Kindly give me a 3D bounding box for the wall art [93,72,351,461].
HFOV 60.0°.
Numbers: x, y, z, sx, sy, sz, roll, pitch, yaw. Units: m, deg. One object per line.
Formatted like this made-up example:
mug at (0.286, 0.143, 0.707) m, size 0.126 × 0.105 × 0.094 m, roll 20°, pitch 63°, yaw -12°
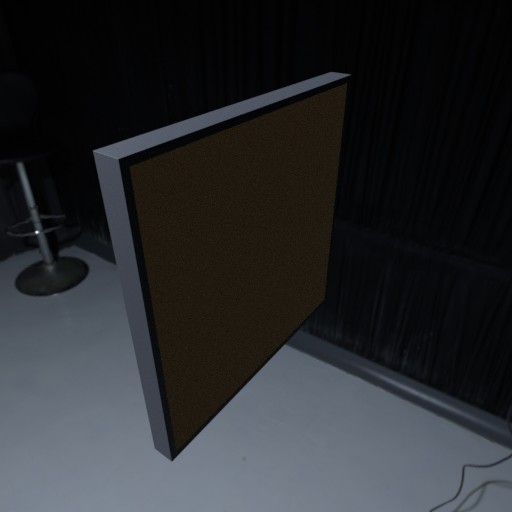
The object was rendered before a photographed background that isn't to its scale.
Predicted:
wall art at (0.000, 0.000, 0.755) m, size 0.040 × 0.509 × 0.509 m, roll 22°, pitch 39°, yaw 30°
